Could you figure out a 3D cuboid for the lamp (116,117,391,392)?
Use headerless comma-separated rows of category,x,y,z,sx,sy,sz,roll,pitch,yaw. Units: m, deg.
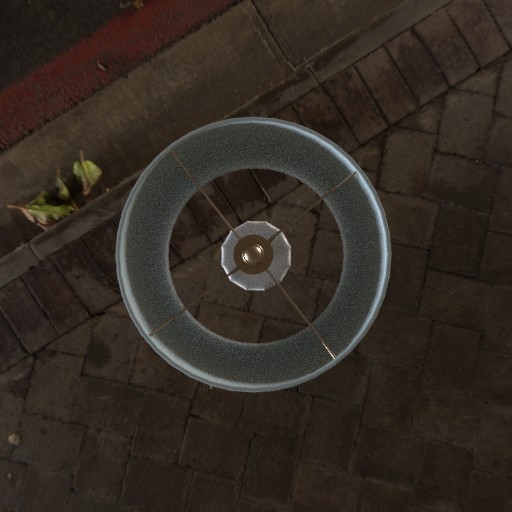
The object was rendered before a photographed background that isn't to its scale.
lamp,0.000,0.000,0.712,0.277,0.534,0.277,0,90,1
